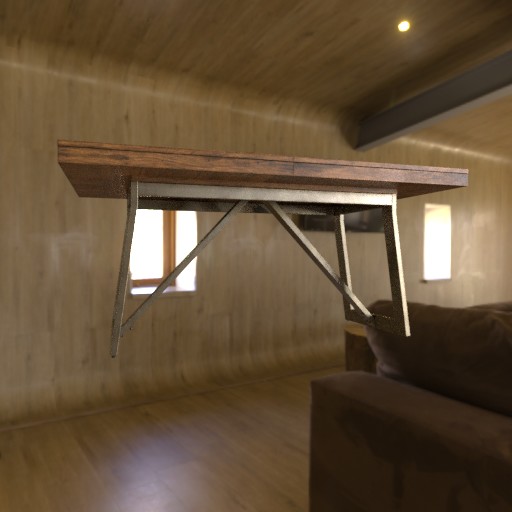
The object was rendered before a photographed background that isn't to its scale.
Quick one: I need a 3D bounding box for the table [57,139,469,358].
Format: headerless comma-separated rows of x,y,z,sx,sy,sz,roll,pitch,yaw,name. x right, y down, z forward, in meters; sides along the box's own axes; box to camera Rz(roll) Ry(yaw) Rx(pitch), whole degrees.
0.000,0.000,2.121,1.641,0.757,0.931,0,0,-18,table
